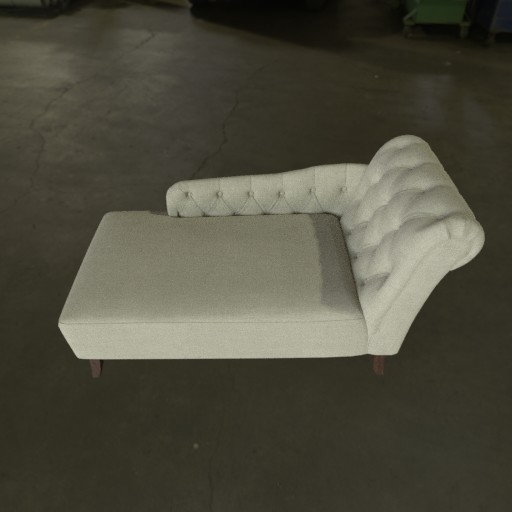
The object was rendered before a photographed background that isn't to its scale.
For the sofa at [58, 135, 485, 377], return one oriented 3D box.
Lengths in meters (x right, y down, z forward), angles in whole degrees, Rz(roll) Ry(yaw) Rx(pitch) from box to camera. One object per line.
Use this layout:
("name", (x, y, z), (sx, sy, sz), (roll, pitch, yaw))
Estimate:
("sofa", (0.000, 0.000, 1.761), (1.379, 0.787, 0.675), (0, 41, 0))
